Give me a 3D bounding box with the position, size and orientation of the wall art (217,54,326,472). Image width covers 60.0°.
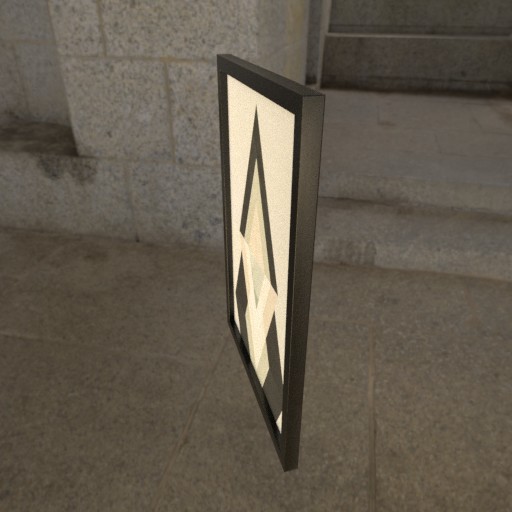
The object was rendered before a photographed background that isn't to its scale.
[{"bbox_3d":[0.000,0.000,0.580,0.019,0.455,0.314,-8,31,-14],"label":"wall art"}]
